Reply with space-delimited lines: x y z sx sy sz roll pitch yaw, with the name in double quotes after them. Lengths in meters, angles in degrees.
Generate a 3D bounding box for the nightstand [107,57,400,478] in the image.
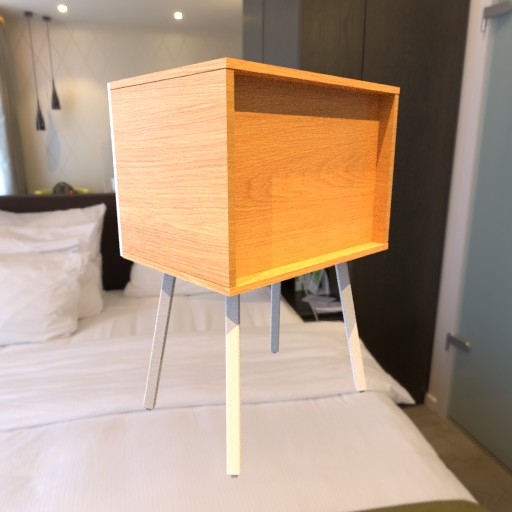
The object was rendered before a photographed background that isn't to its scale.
0.000 0.000 0.831 0.400 0.601 0.316 -13 19 -42 "nightstand"
